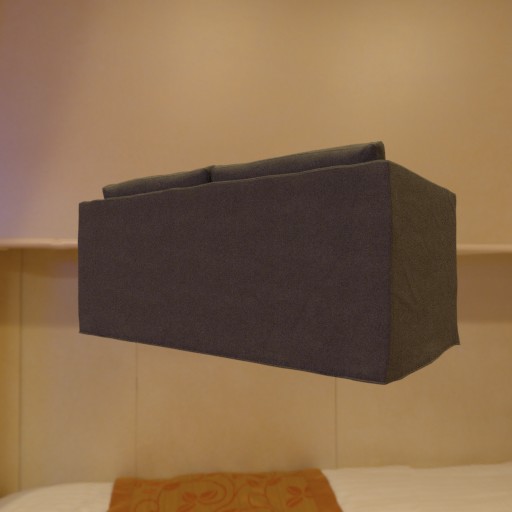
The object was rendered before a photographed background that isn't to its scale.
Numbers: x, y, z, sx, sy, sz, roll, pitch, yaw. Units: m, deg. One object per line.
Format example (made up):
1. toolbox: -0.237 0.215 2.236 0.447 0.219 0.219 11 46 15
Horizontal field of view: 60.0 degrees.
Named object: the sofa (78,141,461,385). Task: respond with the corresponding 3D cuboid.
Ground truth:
1. sofa: 0.000 0.000 2.314 1.802 0.854 0.974 0 -1 37
